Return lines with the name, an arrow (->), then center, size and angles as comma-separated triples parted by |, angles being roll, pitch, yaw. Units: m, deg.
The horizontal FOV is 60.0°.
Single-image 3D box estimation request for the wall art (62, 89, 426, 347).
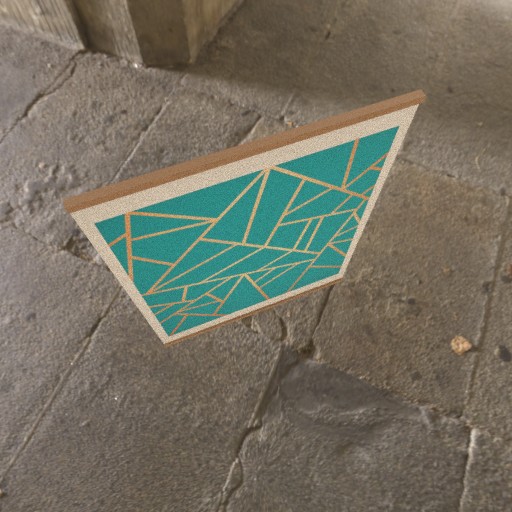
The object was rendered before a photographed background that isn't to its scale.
wall art -> 0.000, 0.000, 0.801 | 0.459, 0.608, 0.012 | -19, 66, -9
